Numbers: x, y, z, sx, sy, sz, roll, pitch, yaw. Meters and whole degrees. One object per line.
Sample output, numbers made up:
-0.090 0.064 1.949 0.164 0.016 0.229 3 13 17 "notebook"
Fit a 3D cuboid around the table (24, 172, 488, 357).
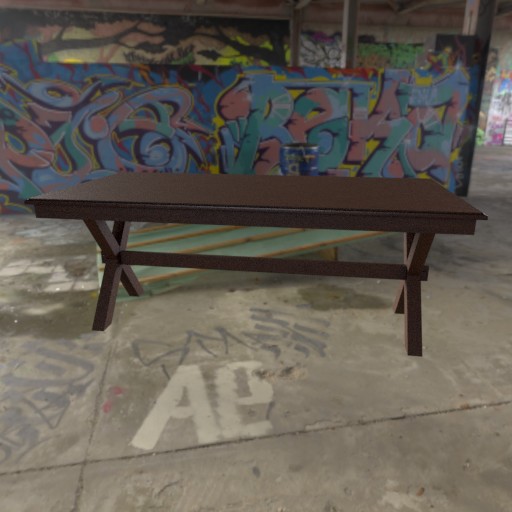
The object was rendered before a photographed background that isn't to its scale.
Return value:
0.000 0.000 1.476 1.197 0.459 0.594 3 18 9 "table"
